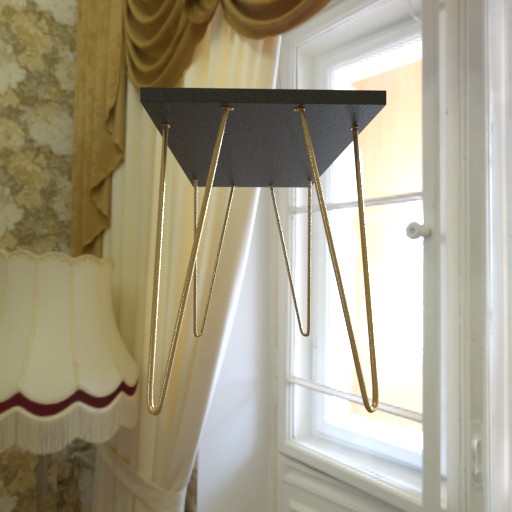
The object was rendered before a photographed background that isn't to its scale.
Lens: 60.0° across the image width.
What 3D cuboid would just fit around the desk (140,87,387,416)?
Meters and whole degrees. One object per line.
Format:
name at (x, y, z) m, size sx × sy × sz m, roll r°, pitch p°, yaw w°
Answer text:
desk at (0.000, 0.000, 1.386) m, size 0.499 × 0.660 × 0.991 m, roll 0°, pitch -1°, yaw -2°
